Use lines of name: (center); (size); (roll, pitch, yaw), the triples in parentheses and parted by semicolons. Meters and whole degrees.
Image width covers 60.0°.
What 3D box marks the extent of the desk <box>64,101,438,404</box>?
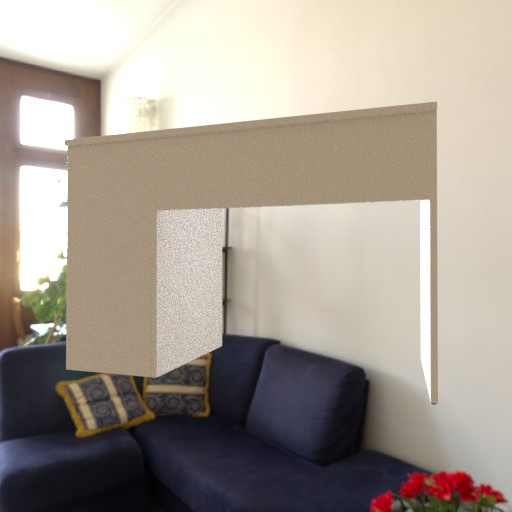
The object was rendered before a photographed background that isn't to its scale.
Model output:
desk: (0.000, 0.000, 1.497); (1.097, 0.735, 0.560); (0, -1, 18)
